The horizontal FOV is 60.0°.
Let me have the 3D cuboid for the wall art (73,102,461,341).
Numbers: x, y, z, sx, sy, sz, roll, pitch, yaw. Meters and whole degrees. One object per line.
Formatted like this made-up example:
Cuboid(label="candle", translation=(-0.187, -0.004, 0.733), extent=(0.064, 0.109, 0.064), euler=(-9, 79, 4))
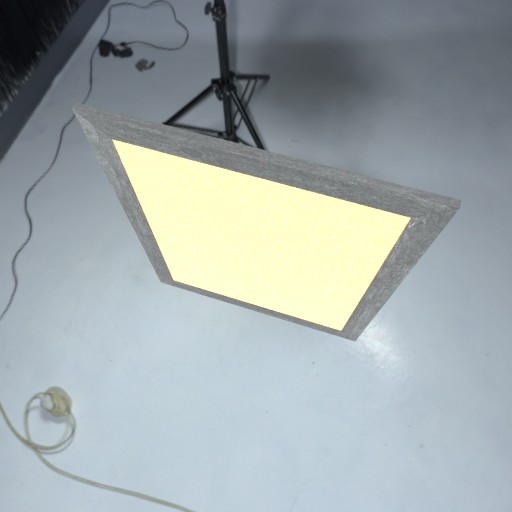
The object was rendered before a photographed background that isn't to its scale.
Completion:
Cuboid(label="wall art", translation=(0.000, 0.000, 0.780), extent=(0.476, 0.570, 0.013), euler=(16, 65, 8))
